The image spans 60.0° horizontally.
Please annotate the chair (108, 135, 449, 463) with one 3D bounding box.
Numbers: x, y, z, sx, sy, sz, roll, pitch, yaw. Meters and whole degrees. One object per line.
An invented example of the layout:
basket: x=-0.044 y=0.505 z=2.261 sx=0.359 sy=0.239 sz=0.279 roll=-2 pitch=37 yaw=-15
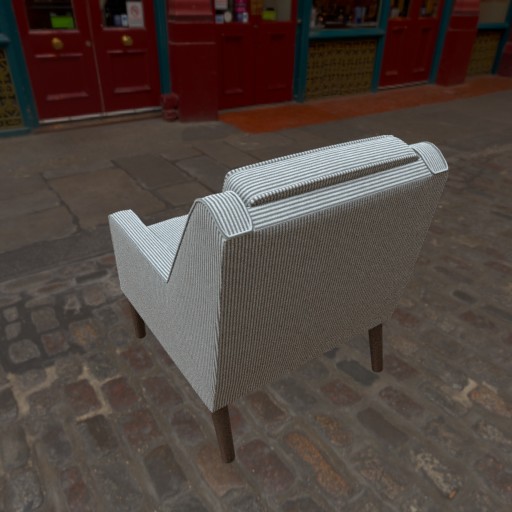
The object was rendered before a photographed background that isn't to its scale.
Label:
chair: x=0.000 y=0.000 z=1.344 sx=0.663 sy=0.792 sz=0.743 roll=-19 pitch=35 yaw=-29
